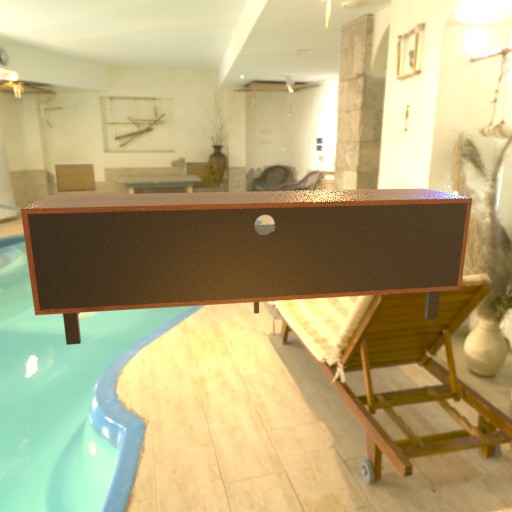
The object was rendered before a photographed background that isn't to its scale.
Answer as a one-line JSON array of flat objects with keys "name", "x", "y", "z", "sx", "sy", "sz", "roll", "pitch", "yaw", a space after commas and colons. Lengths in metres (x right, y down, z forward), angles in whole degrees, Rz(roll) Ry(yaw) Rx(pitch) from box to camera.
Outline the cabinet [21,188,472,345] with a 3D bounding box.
[{"name": "cabinet", "x": 0.000, "y": 0.000, "z": 1.856, "sx": 1.650, "sy": 0.500, "sz": 0.400, "roll": -2, "pitch": 15, "yaw": -9}]
